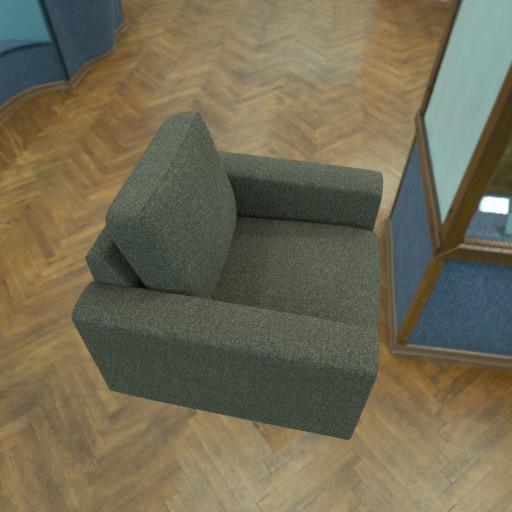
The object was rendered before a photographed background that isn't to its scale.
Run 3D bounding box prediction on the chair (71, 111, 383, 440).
[{"bbox_3d":[0.000,0.000,1.769,1.016,0.873,1.005,9,48,8],"label":"chair"}]
